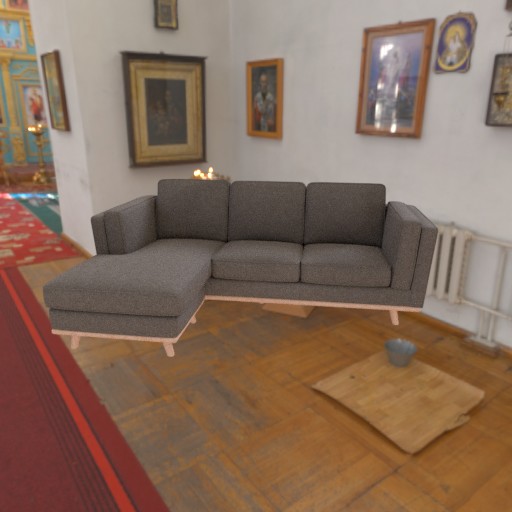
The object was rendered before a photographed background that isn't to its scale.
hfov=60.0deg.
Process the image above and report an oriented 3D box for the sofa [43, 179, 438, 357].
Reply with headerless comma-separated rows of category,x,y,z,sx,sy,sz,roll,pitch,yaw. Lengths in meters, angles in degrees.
sofa,0.000,0.000,3.178,2.411,0.929,1.604,3,17,8
